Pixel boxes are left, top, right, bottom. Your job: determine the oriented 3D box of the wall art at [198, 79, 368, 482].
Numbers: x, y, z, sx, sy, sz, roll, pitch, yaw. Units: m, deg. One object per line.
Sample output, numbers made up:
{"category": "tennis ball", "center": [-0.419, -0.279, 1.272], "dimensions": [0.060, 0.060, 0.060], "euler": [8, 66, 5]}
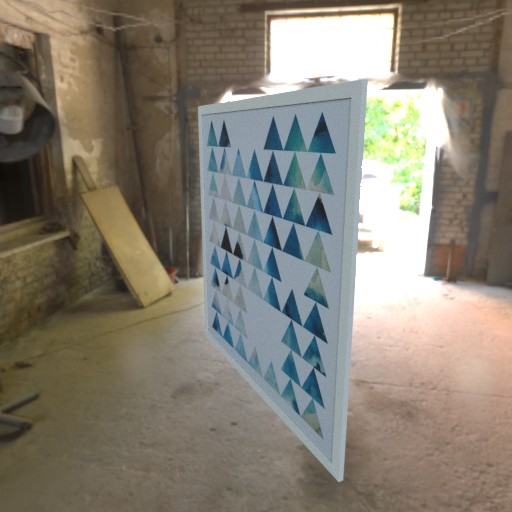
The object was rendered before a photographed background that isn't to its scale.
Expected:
{"category": "wall art", "center": [0.000, 0.000, 1.197], "dimensions": [0.012, 0.809, 0.809], "euler": [-8, 17, -26]}
